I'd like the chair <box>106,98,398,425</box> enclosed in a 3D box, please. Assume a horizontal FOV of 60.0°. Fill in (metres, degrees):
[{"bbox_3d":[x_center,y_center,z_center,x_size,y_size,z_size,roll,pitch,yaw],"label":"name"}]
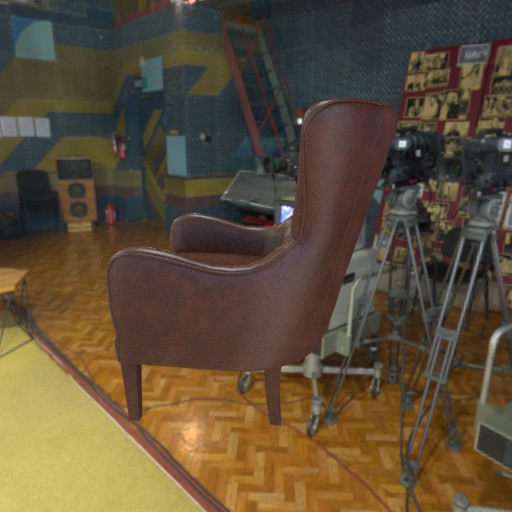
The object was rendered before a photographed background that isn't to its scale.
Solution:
[{"bbox_3d":[0.000,0.000,1.631,0.914,1.048,0.692,2,16,8],"label":"chair"}]
